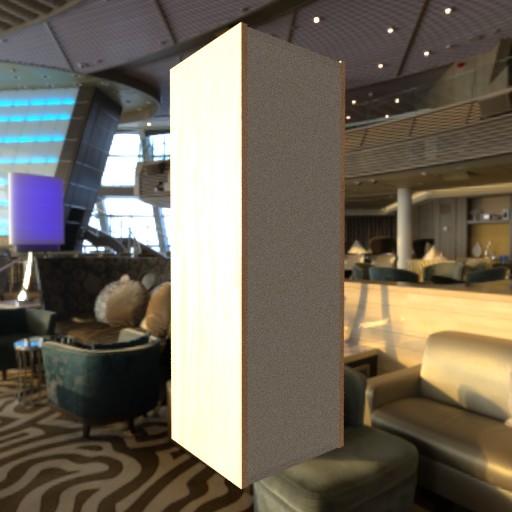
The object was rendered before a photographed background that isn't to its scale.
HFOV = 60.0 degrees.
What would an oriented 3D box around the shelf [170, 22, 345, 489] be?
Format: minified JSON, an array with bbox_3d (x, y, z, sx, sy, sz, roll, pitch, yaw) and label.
[{"bbox_3d":[0.000,0.000,1.060,0.300,0.900,0.290,-1,2,-38],"label":"shelf"}]
